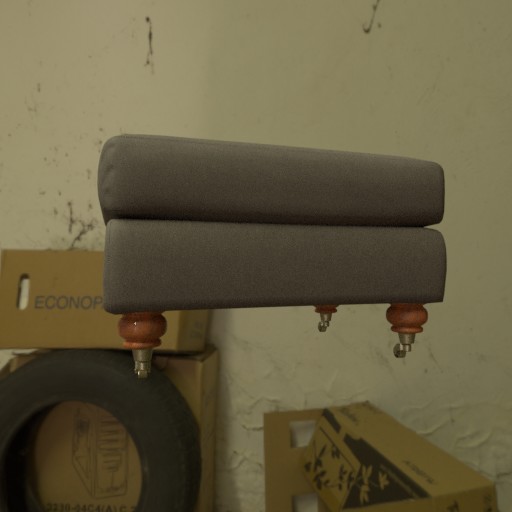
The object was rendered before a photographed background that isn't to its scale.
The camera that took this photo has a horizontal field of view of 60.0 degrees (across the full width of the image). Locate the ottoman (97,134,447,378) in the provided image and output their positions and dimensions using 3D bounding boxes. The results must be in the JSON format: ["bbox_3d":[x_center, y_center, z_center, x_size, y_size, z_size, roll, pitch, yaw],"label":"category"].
[{"bbox_3d":[0.000,0.000,1.158,0.773,0.497,0.574,0,-1,-18],"label":"ottoman"}]
